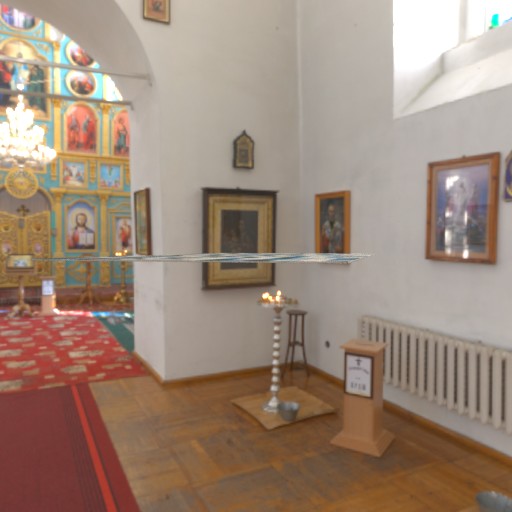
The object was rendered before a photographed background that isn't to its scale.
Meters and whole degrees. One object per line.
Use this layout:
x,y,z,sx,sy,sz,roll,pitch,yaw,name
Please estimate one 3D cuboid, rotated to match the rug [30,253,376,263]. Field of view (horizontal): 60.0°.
0.000,0.000,3.042,1.507,0.007,2.433,0,1,17,rug
